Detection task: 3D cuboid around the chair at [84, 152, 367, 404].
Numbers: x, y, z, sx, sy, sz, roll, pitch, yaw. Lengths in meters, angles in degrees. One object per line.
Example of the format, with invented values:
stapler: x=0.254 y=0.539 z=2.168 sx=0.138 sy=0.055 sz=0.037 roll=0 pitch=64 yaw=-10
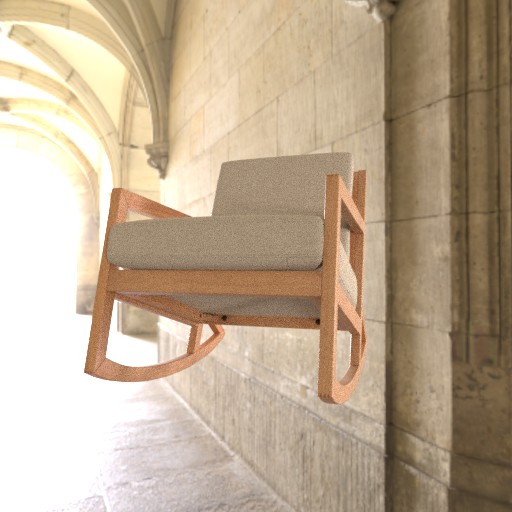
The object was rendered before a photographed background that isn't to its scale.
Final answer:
chair: x=0.000 y=0.000 z=1.419 sx=0.622 sy=0.790 sz=0.857 roll=0 pitch=-1 yaw=19
